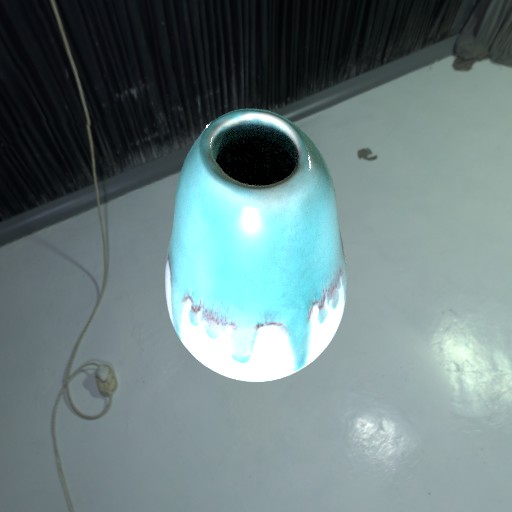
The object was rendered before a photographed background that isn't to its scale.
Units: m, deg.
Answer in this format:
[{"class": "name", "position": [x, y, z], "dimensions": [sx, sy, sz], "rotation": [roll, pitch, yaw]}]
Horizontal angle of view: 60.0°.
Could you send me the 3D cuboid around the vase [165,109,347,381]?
[{"class": "vase", "position": [0.000, 0.000, 0.256], "dimensions": [0.116, 0.179, 0.116], "rotation": [0, 59, 0]}]
